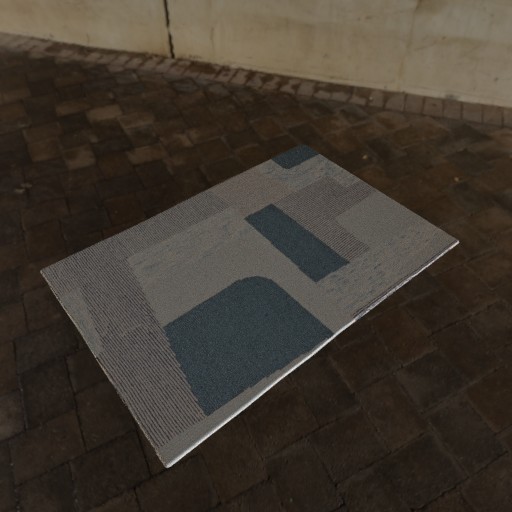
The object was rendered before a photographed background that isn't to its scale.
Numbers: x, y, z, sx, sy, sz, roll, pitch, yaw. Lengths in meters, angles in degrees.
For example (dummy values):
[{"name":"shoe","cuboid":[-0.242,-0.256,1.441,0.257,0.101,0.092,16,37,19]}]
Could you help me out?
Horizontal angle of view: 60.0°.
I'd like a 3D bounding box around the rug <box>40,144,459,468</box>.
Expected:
[{"name":"rug","cuboid":[0.000,0.000,2.338,1.847,0.020,1.238,-31,54,-26]}]
